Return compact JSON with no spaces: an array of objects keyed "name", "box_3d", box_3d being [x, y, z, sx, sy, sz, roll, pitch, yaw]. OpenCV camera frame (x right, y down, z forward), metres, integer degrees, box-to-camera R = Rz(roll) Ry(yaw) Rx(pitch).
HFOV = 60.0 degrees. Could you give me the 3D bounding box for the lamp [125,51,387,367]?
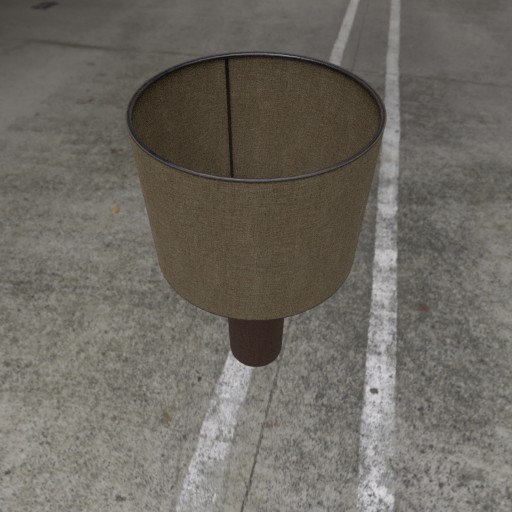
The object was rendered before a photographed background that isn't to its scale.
[{"name":"lamp","box_3d":[0.000,0.000,0.476,0.202,0.350,0.202,0,47,0]}]
